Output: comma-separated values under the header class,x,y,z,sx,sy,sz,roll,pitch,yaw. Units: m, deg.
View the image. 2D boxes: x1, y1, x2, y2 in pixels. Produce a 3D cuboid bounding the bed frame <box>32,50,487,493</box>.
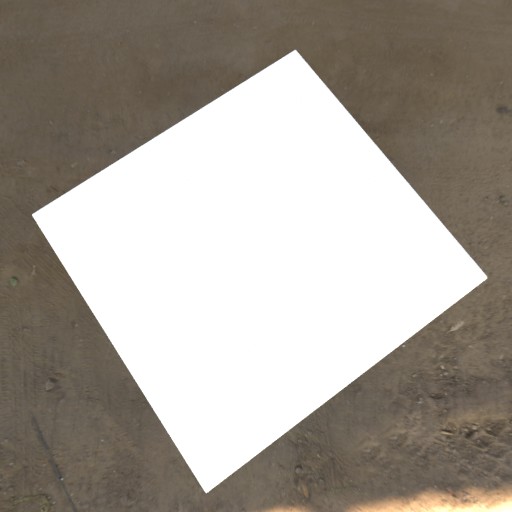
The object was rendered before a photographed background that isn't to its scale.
class,x,y,z,sx,sy,sz,roll,pitch,yaw
bed frame,0.000,0.000,2.962,2.032,0.559,1.930,-35,79,-8
